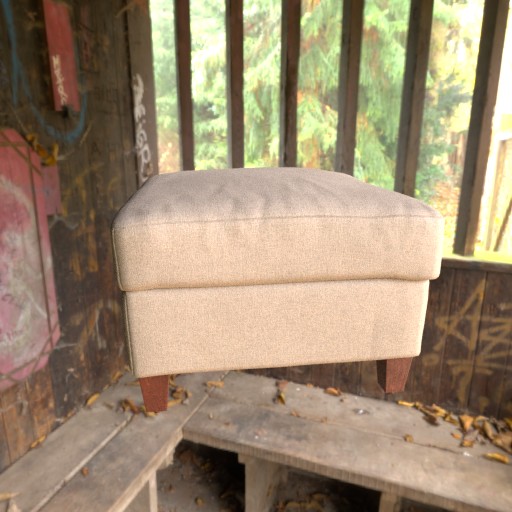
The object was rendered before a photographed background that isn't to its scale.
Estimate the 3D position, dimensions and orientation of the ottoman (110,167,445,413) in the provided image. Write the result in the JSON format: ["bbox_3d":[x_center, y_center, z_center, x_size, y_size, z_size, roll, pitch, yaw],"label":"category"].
[{"bbox_3d":[0.000,0.000,1.335,0.692,0.511,0.902,-2,16,-8],"label":"ottoman"}]
